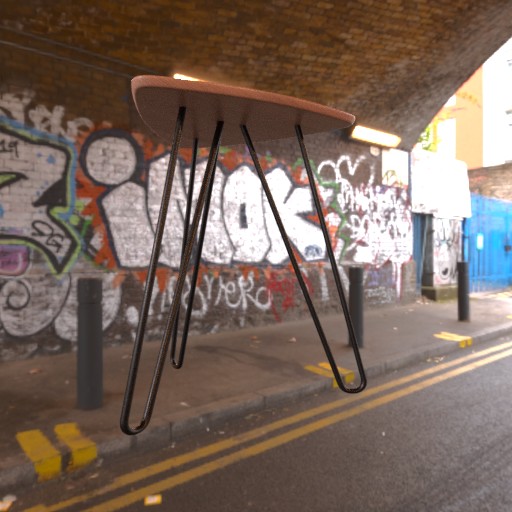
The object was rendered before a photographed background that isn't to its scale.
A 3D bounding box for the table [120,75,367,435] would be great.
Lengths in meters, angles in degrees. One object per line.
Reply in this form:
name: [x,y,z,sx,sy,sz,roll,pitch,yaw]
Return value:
table: [0.000,0.000,0.903,0.455,0.564,0.442,0,1,0]
